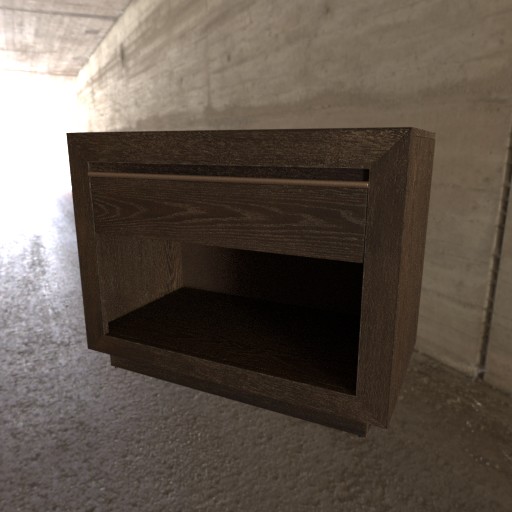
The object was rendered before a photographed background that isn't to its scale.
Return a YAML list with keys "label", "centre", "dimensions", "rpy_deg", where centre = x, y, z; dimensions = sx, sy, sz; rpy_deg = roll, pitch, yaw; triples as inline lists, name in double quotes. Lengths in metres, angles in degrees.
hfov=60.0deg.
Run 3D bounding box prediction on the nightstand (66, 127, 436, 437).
- label: "nightstand"
  centre: [0.000, 0.000, 1.140]
  dimensions: [0.775, 0.612, 0.457]
  rpy_deg: [7, 16, 25]
